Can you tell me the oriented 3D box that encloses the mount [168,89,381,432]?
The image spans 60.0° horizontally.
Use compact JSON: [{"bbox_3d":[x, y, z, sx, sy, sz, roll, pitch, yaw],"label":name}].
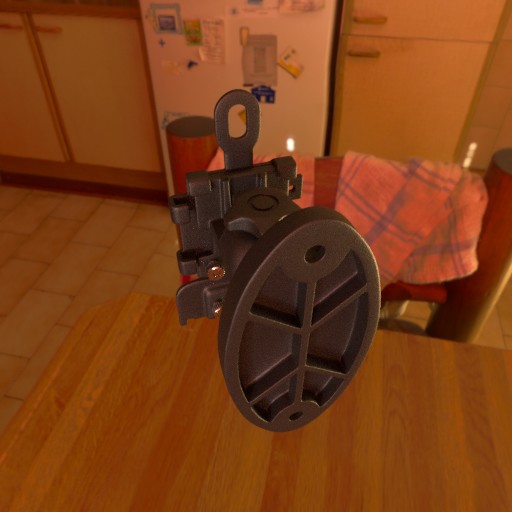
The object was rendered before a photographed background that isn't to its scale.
[{"bbox_3d":[0.000,0.000,0.178,0.066,0.118,0.100,-12,43,-13],"label":"mount"}]
